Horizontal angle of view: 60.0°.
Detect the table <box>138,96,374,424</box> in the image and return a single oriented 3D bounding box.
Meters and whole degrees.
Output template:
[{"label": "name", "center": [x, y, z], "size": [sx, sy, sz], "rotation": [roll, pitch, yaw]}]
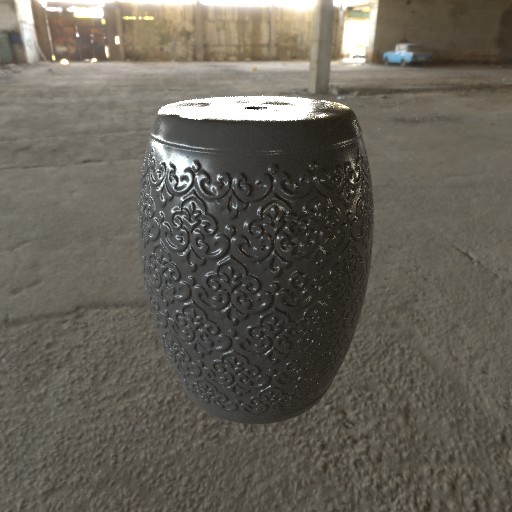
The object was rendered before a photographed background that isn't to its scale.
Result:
[{"label": "table", "center": [0.000, 0.000, 0.616], "size": [0.309, 0.397, 0.309], "rotation": [0, 26, 0]}]
